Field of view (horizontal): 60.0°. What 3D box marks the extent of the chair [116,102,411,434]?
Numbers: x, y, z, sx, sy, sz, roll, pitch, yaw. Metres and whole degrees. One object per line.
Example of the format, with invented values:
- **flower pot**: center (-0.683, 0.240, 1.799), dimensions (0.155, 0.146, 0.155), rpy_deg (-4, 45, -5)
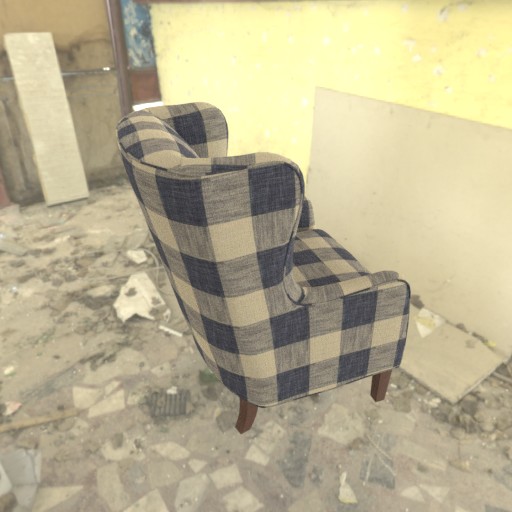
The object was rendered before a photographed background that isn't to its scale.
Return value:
- **chair**: center (0.000, 0.000, 1.702), dimensions (0.889, 1.041, 0.830), rpy_deg (-10, 31, -17)
